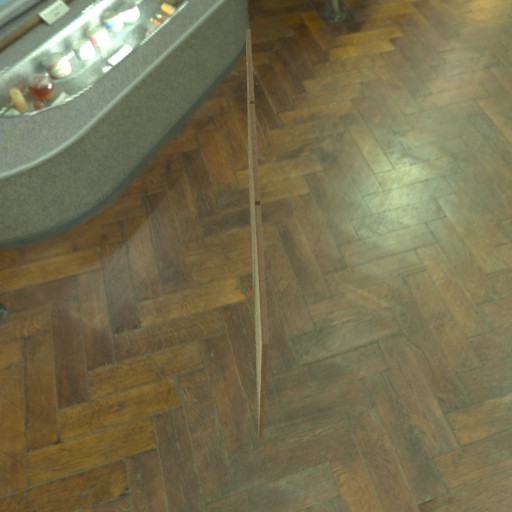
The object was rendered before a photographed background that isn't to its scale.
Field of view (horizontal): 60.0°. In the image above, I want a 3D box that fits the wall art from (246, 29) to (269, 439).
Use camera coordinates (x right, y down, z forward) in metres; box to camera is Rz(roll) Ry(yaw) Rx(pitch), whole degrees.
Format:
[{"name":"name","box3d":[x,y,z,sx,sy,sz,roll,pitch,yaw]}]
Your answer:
[{"name":"wall art","box3d":[0.000,0.000,1.836,0.024,1.218,1.221,-2,58,-1]}]
